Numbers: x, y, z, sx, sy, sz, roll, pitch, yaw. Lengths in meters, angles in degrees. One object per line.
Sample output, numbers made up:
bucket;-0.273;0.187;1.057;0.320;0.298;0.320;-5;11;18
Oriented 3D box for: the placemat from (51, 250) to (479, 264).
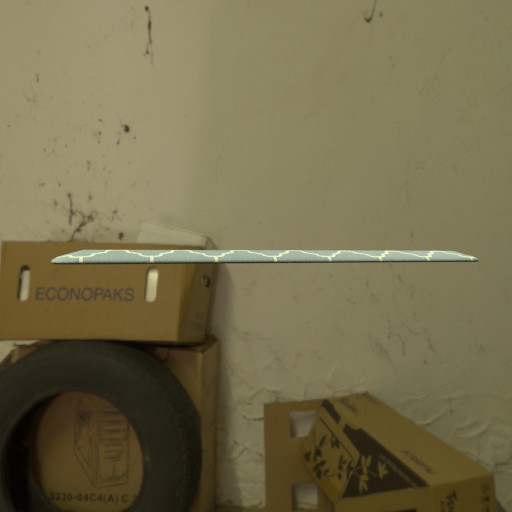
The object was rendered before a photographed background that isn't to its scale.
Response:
placemat;0.000;0.000;0.965;0.762;0.021;0.508;0;0;-18
